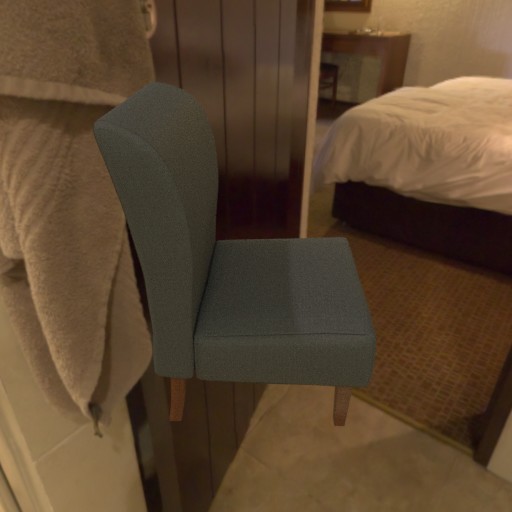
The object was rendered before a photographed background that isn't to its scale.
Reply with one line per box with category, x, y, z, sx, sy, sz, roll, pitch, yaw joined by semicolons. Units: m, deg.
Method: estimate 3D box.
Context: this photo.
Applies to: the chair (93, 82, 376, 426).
chair;0.000;0.000;1.180;0.592;0.804;0.513;0;30;1
